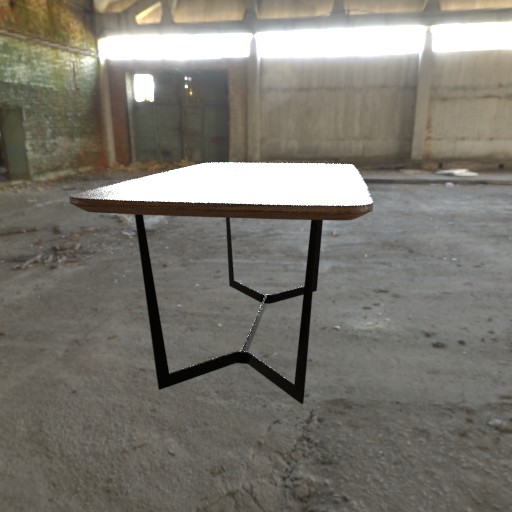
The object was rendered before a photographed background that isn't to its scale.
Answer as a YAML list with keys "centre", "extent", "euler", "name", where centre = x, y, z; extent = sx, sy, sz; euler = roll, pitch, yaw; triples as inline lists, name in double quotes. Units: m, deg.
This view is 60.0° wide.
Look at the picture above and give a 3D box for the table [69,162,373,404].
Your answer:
- centre: [0.000, 0.000, 2.128]
  extent: [0.949, 0.765, 1.643]
  euler: [3, 16, 9]
  name: "table"
